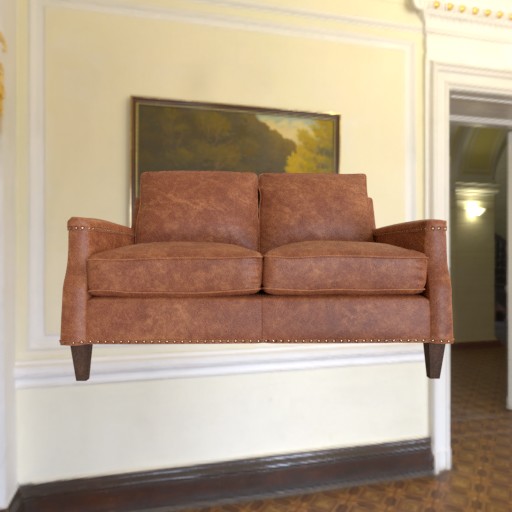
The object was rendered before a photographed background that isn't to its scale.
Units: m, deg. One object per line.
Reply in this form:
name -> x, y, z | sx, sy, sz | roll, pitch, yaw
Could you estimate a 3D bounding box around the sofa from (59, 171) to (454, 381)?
sofa -> 0.000, 0.000, 2.291 | 1.597, 1.003, 1.084 | 0, 0, -1
